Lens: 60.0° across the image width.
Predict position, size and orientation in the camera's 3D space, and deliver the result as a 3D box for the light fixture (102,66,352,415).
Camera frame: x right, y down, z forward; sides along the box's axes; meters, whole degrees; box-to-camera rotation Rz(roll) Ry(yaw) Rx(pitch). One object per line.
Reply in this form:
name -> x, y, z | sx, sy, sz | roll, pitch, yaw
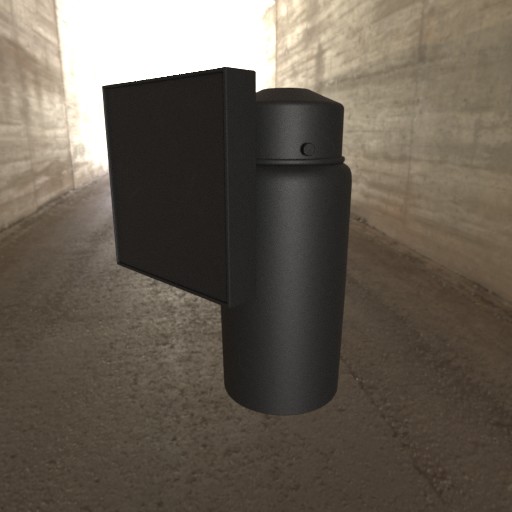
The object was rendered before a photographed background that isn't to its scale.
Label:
light fixture -> 0.000, 0.000, 0.359 | 0.130, 0.257, 0.176 | 15, 21, 43
